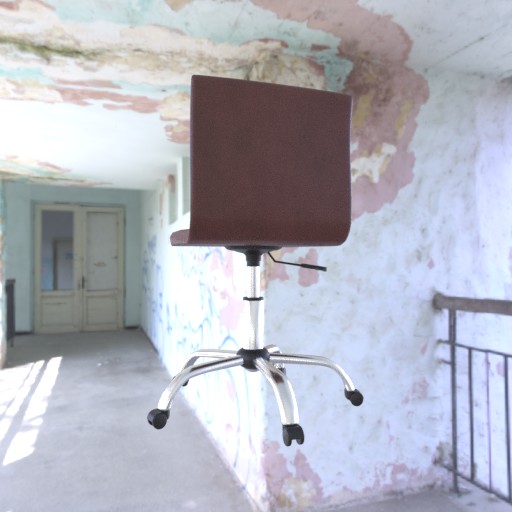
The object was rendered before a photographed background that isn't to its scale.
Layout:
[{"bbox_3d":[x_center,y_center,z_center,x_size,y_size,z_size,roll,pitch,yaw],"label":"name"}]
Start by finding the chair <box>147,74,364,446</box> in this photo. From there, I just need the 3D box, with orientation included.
[{"bbox_3d":[0.000,0.000,1.148,0.556,0.780,0.530,0,-1,-18],"label":"chair"}]
